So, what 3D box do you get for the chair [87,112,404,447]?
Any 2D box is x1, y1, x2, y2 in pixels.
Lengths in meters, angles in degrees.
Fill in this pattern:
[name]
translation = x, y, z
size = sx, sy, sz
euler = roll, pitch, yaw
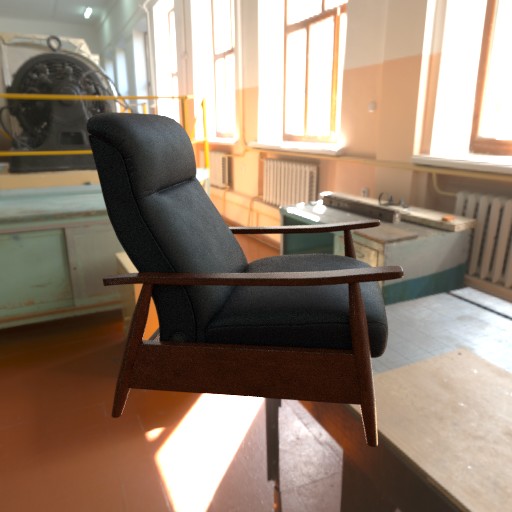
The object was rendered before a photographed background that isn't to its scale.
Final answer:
[chair]
translation = 0.000, 0.000, 1.762
size = 1.014, 1.082, 0.762
euler = 3, 17, 9
